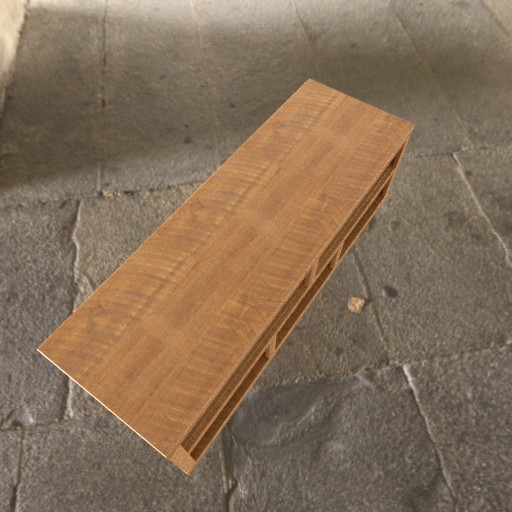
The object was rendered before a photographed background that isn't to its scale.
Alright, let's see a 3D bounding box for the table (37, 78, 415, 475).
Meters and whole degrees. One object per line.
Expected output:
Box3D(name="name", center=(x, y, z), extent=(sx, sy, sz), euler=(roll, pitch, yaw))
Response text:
Box3D(name="table", center=(0.000, 0.000, 1.738), extent=(0.499, 0.491, 1.499), euler=(31, 63, 18))
